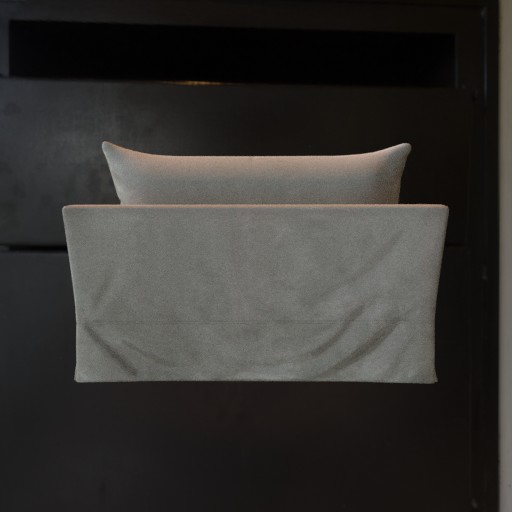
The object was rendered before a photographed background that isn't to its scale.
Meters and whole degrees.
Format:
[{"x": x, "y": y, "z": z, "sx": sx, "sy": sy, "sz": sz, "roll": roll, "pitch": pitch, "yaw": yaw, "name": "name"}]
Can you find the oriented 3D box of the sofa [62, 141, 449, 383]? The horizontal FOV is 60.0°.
[{"x": 0.000, "y": 0.000, "z": 2.312, "sx": 1.608, "sy": 1.040, "sz": 1.035, "roll": 0, "pitch": 1, "yaw": 1, "name": "sofa"}]
